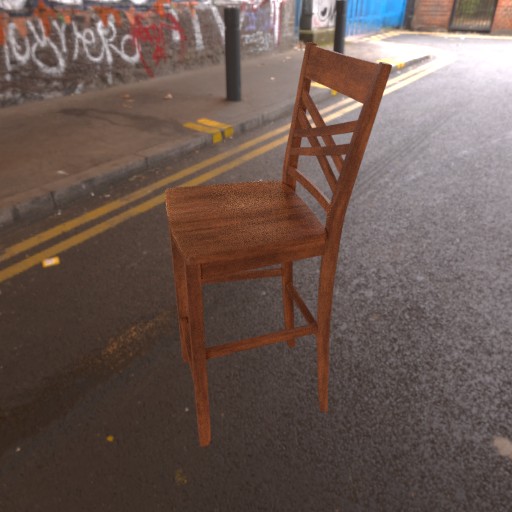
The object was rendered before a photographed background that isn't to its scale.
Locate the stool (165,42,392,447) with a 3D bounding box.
[{"bbox_3d":[0.000,0.000,1.322,0.487,1.105,0.433,-8,32,-14],"label":"stool"}]
